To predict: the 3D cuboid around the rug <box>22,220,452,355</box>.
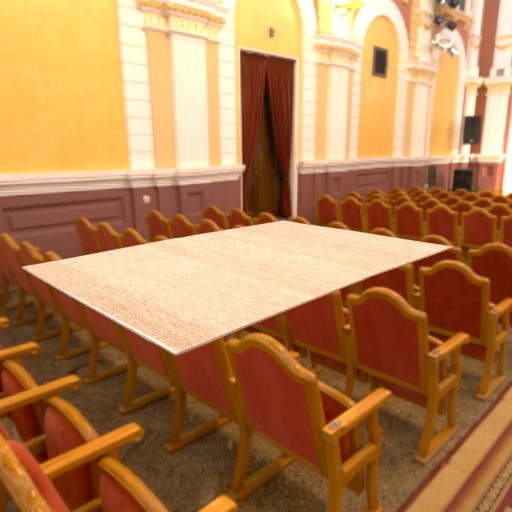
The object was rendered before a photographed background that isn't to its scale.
[{"bbox_3d":[0.000,0.000,2.866,2.346,0.029,1.574,-14,20,-43],"label":"rug"}]
